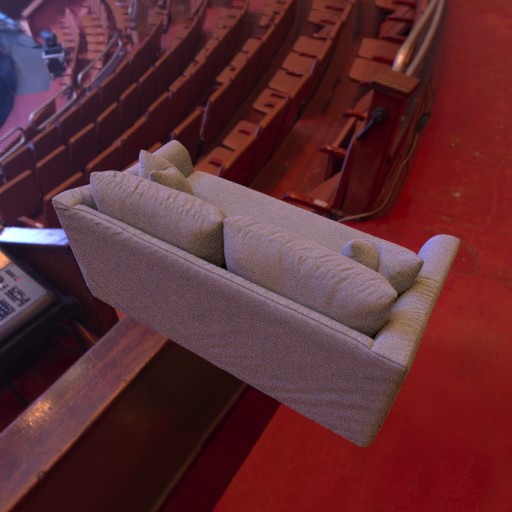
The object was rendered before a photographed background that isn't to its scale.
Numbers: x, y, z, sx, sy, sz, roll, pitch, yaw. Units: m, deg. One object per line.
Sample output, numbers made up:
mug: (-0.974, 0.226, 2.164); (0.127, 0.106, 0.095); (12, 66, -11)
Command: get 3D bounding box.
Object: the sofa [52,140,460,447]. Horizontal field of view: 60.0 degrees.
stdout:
sofa: (0.000, 0.000, 2.612); (2.010, 1.018, 1.072); (24, 50, 21)
